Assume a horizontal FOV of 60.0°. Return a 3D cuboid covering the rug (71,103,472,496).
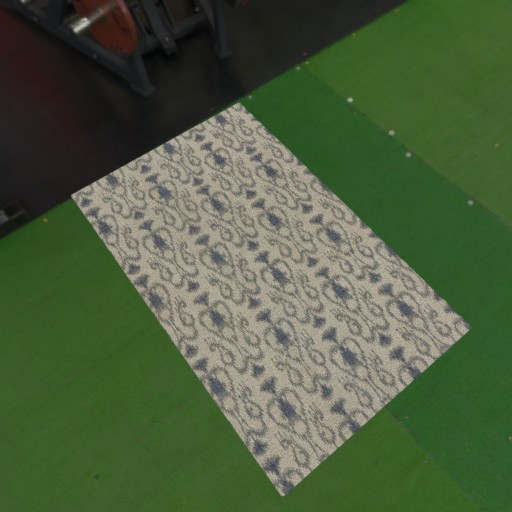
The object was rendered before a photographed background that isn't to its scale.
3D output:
[{"bbox_3d":[0.000,0.000,2.027,1.035,0.006,1.652,-34,67,-16],"label":"rug"}]
